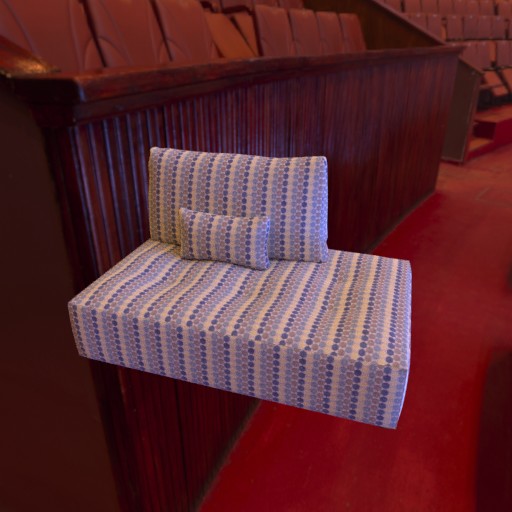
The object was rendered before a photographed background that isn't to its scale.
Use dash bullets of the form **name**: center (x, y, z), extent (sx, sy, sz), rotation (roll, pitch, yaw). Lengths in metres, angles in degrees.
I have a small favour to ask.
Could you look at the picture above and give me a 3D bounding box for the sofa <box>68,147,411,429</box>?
- **sofa**: center (0.000, 0.000, 2.102), extent (1.450, 0.820, 1.000), rotation (8, 28, 16)
